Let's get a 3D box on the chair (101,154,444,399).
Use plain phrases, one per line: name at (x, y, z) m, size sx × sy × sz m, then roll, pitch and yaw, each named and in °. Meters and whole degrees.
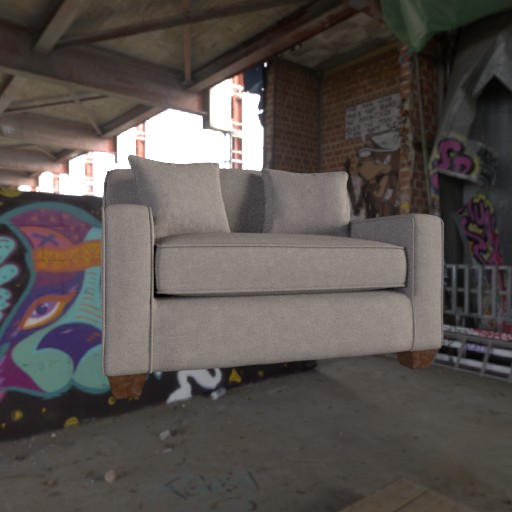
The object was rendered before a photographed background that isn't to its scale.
chair at (0.000, 0.000, 2.092) m, size 1.395 × 0.953 × 0.992 m, roll 0°, pitch 0°, yaw -19°
